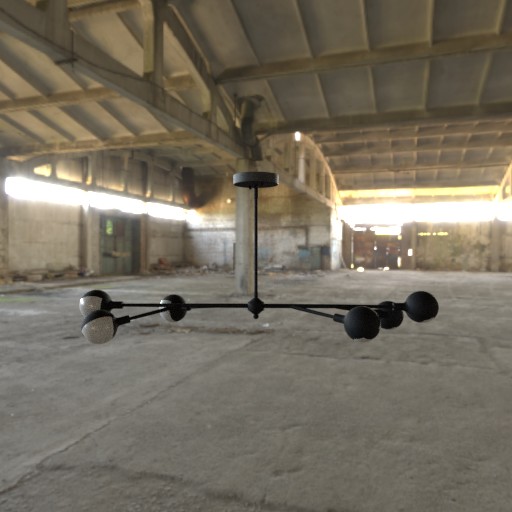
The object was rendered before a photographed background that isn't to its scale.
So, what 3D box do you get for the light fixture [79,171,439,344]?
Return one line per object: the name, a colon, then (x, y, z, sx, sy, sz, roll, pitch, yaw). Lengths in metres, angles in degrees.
light fixture: (0.000, 0.000, 0.999, 0.778, 0.362, 0.434, 0, 1, 18)
